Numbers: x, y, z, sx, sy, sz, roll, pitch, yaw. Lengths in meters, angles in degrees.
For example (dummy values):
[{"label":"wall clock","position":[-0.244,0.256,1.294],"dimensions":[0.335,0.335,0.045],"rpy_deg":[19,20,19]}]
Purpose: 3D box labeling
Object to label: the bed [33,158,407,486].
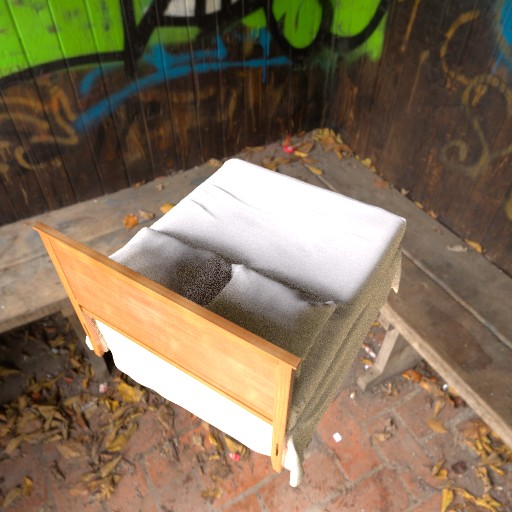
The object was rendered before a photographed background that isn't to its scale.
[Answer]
[{"label":"bed","position":[0.000,0.000,3.172],"dimensions":[1.870,1.273,2.035],"rpy_deg":[24,50,22]}]
